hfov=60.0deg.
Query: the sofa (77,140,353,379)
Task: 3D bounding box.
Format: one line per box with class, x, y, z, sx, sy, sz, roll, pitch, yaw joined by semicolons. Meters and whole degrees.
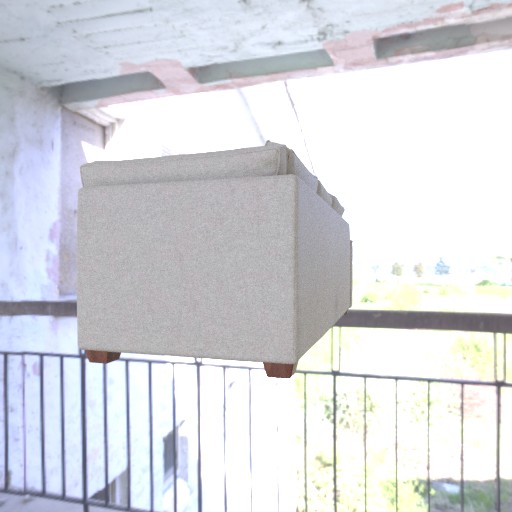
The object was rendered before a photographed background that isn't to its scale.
sofa;0.000;0.000;2.889;1.061;0.962;2.317;0;-1;17
